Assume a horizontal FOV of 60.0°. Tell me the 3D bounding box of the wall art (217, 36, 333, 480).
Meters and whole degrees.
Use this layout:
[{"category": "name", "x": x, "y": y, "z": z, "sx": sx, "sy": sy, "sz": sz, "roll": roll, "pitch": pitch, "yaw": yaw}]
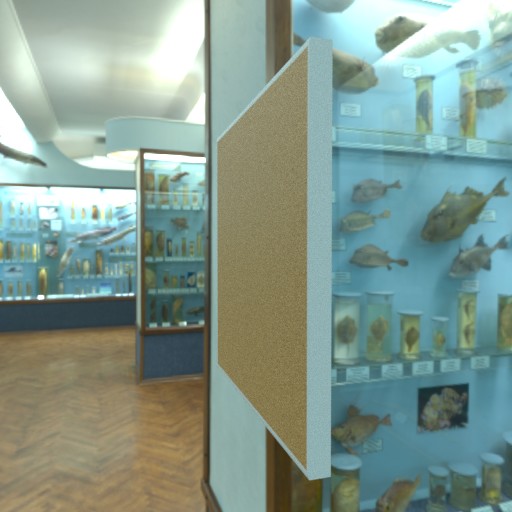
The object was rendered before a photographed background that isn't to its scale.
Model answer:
[{"category": "wall art", "x": 0.000, "y": 0.000, "z": 1.135, "sx": 0.041, "sy": 0.765, "sz": 0.768, "roll": 0, "pitch": 1, "yaw": -17}]
